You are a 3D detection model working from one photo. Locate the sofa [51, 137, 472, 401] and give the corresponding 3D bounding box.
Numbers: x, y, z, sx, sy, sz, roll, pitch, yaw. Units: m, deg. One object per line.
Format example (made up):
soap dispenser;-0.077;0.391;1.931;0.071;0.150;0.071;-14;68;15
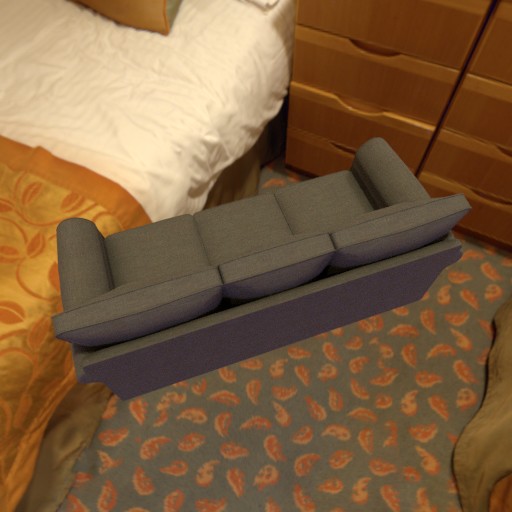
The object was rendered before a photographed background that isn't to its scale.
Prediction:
sofa;0.000;0.000;2.558;2.084;0.966;0.909;-17;60;-10
